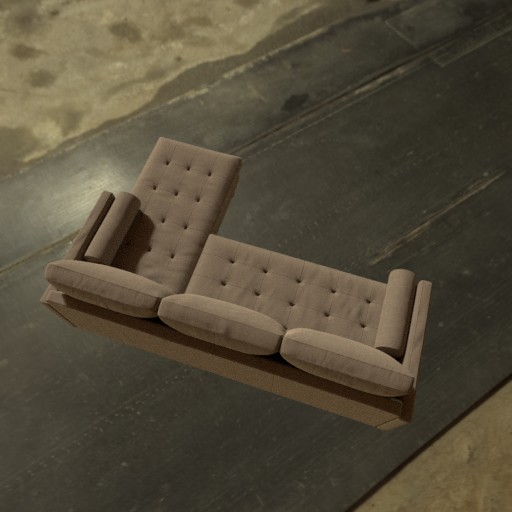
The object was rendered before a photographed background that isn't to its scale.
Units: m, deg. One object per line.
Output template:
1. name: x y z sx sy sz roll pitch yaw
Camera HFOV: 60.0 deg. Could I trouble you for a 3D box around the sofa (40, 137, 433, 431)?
1. sofa: 0.000 0.000 2.888 2.178 0.875 1.506 16 65 8
